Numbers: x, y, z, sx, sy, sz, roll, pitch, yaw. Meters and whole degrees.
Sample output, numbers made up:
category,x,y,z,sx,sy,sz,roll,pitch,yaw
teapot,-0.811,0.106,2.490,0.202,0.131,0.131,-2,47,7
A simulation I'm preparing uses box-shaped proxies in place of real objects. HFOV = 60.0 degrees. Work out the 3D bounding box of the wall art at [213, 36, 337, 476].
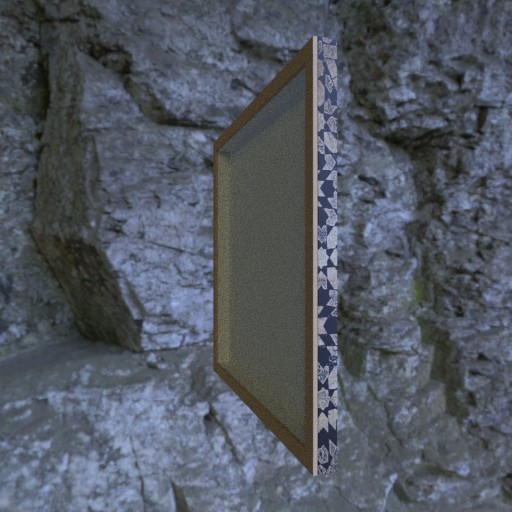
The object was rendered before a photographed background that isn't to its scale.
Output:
category,x,y,z,sx,sy,sz,roll,pitch,yaw
wall art,0.000,0.000,0.909,0.038,0.612,0.612,0,0,-19
